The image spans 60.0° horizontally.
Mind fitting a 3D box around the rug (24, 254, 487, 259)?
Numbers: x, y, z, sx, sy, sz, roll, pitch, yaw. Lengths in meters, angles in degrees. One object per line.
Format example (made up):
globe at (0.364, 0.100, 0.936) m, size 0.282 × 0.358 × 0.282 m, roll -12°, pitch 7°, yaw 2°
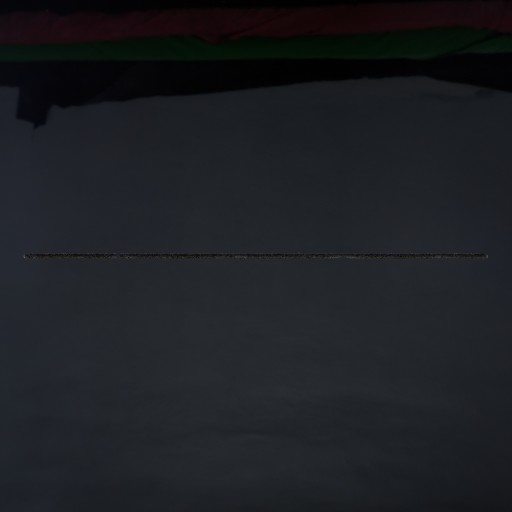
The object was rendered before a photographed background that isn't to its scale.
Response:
rug at (0.000, 0.000, 3.490) m, size 2.743 × 0.030 × 1.778 m, roll 0°, pitch 0°, yaw 1°
